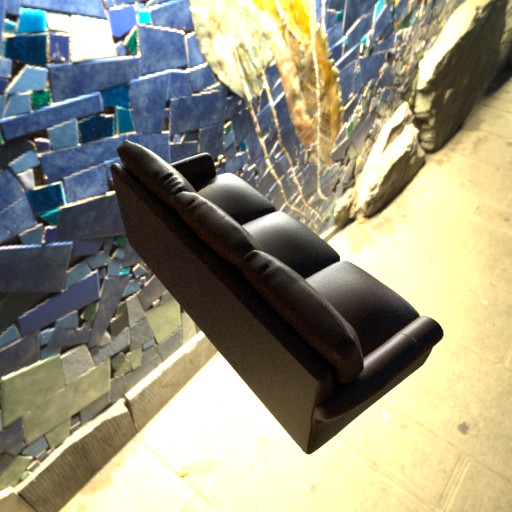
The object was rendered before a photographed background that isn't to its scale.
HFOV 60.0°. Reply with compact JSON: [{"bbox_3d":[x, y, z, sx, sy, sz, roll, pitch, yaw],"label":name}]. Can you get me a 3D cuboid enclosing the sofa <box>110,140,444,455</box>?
[{"bbox_3d":[0.000,0.000,2.894,0.973,0.977,2.351,-27,49,-27],"label":"sofa"}]
